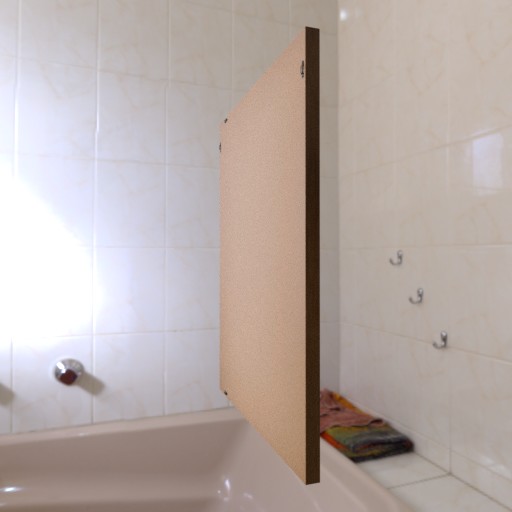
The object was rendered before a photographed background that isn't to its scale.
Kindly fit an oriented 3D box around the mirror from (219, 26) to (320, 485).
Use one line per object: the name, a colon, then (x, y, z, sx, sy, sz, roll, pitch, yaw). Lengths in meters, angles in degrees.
mirror: (0.000, 0.000, 1.345, 0.040, 1.016, 0.762, 0, 0, -19)
